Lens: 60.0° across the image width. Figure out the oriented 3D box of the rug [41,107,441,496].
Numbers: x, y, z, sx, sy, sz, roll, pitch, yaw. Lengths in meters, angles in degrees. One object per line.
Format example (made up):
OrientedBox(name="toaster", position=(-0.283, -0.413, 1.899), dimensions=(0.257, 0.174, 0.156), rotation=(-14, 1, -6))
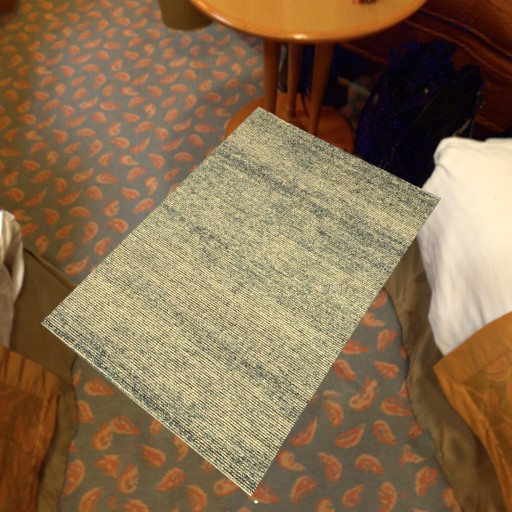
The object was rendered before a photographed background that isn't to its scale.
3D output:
OrientedBox(name="rug", position=(0.000, 0.000, 2.982), dimensions=(1.624, 0.030, 2.349), rotation=(32, 66, 16))
